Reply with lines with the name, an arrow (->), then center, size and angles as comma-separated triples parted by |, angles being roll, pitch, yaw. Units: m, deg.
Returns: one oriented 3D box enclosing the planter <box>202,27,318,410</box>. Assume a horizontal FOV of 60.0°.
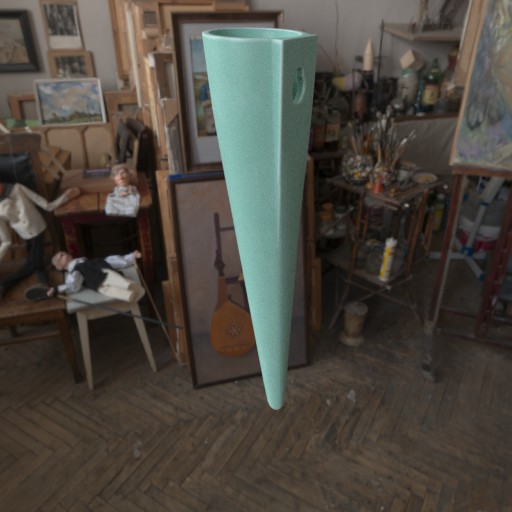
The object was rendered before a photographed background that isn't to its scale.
planter -> 0.000, 0.000, 0.296 | 0.055, 0.268, 0.054 | 22, 38, 31
